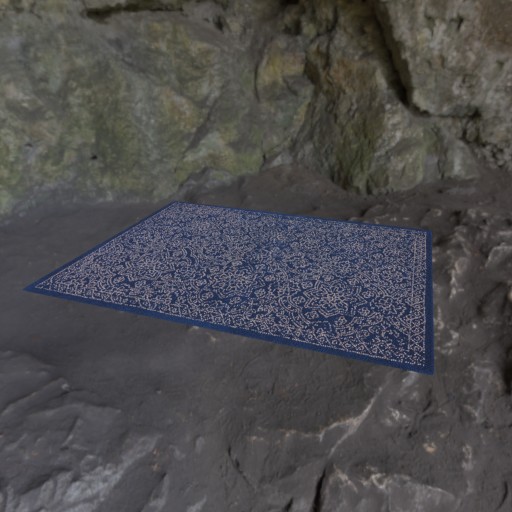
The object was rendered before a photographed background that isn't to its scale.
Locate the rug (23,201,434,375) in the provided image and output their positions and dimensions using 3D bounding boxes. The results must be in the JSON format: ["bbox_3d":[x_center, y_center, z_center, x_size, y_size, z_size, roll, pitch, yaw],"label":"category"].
[{"bbox_3d":[0.000,0.000,4.065,3.048,0.010,2.438,8,26,18],"label":"rug"}]
